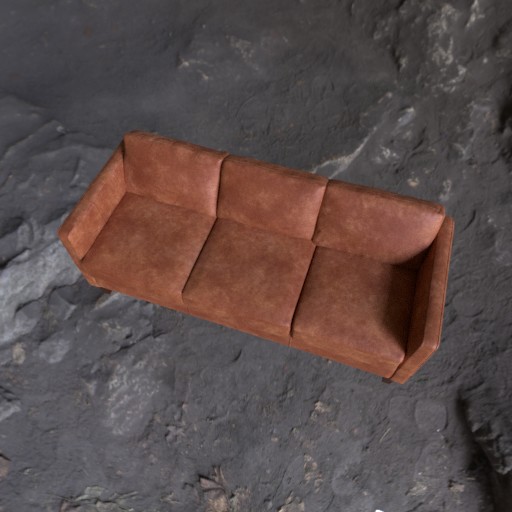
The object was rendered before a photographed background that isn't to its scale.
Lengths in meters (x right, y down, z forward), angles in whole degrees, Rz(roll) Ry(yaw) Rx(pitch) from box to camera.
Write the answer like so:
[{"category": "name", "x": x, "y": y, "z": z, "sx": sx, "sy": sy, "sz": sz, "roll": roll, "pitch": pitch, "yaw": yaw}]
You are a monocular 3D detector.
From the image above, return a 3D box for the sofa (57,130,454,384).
[{"category": "sofa", "x": 0.000, "y": 0.000, "z": 3.146, "sx": 2.464, "sy": 1.006, "sz": 1.045, "roll": 16, "pitch": 59, "yaw": 10}]
